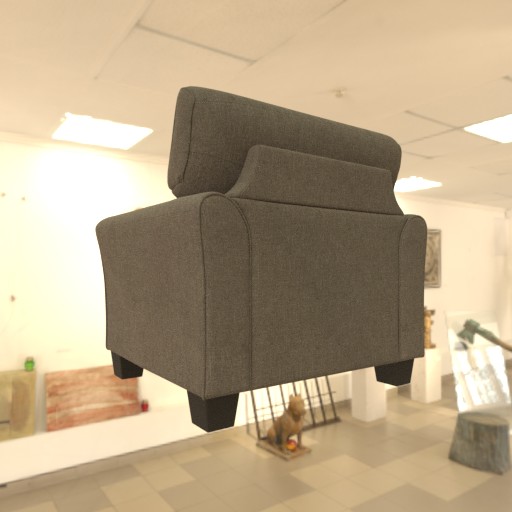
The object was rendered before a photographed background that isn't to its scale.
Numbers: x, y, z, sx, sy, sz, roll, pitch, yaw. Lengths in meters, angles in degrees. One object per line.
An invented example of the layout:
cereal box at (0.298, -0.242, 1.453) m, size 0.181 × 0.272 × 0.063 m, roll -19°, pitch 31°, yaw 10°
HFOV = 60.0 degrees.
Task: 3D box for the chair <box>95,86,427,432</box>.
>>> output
chair at (0.000, 0.000, 1.617) m, size 0.941 × 0.890 × 0.816 m, roll 1°, pitch -2°, yaw -35°
